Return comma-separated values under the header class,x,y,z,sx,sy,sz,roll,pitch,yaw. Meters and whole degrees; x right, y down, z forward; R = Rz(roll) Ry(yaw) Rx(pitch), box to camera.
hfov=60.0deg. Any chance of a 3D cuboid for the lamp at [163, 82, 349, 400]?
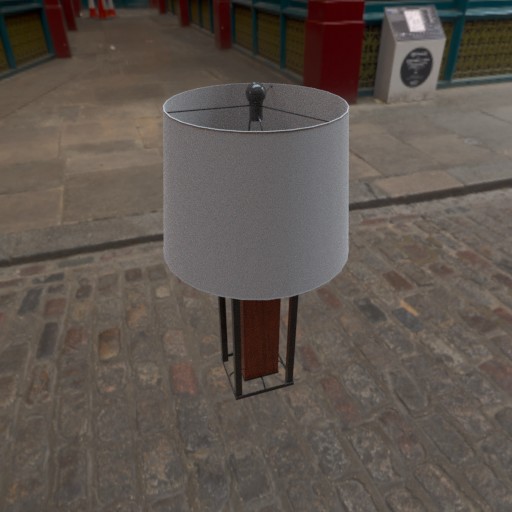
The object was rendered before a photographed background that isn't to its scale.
class,x,y,z,sx,sy,sz,roll,pitch,yaw
lamp,0.000,0.000,0.792,0.320,0.591,0.320,0,33,0
